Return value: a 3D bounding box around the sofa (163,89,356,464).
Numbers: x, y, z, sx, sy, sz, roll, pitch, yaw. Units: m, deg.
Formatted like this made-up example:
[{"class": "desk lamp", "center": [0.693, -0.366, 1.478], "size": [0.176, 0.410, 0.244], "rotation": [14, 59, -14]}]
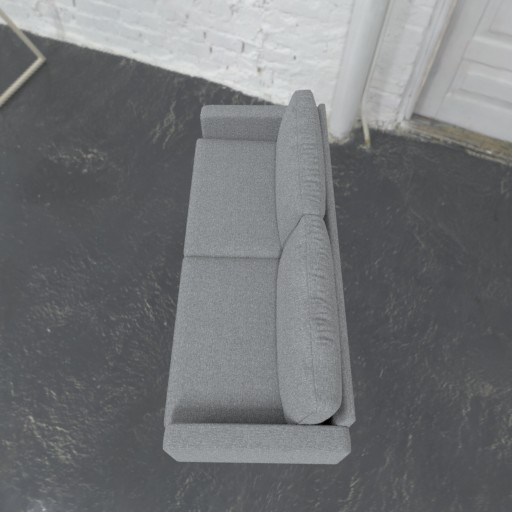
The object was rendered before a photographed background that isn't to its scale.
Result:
[{"class": "sofa", "center": [0.000, 0.000, 2.646], "size": [0.880, 0.880, 2.200], "rotation": [1, 59, 0]}]
